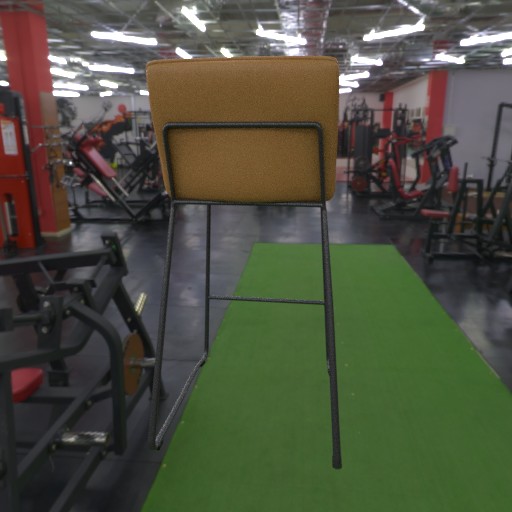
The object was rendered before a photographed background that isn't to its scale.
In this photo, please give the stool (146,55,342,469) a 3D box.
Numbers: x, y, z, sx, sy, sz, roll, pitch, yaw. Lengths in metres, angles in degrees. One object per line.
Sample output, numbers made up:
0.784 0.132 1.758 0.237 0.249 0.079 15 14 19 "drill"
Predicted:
0.000 0.000 1.214 0.489 0.936 0.524 2 16 8 "stool"
